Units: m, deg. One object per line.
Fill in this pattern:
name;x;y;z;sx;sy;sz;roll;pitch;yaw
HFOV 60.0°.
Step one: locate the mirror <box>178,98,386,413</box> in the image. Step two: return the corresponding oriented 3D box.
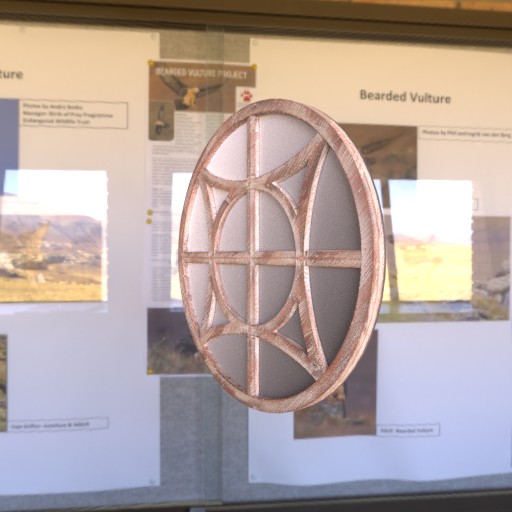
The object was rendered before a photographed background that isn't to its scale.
mirror;0.000;0.000;1.050;0.038;0.710;0.710;0;0;-38
